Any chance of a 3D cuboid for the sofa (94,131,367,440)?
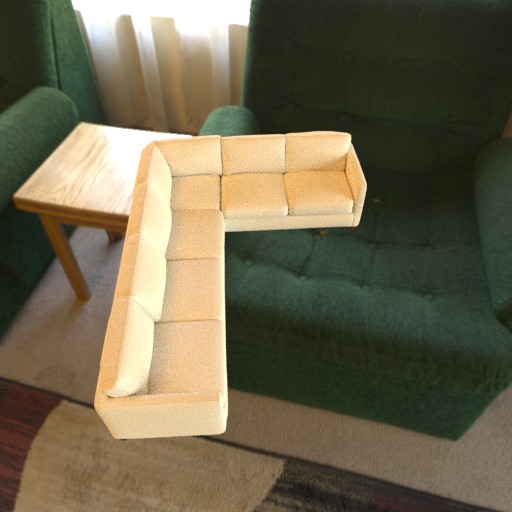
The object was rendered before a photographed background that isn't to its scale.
[{"bbox_3d":[0.000,0.000,4.478,2.593,0.947,3.302,-3,47,-2],"label":"sofa"}]
